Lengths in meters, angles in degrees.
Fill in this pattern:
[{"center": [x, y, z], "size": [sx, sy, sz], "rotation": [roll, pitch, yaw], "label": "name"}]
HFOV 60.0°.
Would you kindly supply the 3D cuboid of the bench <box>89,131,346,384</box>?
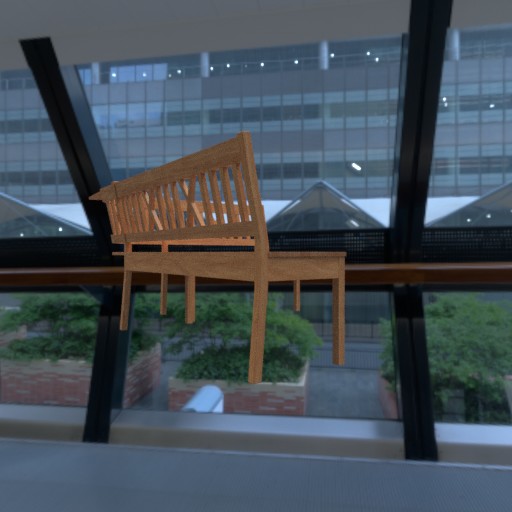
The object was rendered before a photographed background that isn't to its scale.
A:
[{"center": [0.000, 0.000, 2.791], "size": [1.537, 0.902, 1.937], "rotation": [0, 1, -36], "label": "bench"}]
